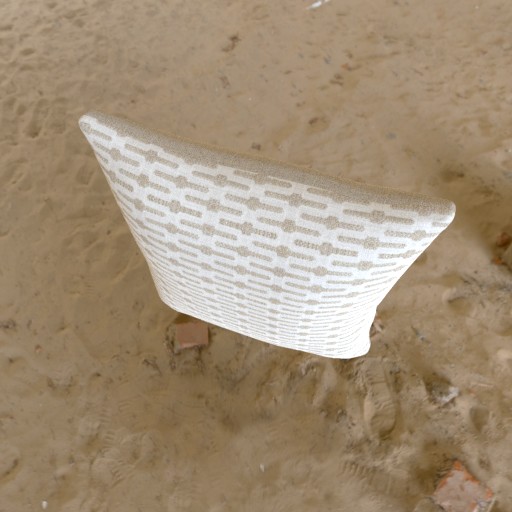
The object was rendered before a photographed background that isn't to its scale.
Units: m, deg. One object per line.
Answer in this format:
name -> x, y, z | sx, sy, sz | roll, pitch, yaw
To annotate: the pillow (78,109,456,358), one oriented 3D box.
pillow -> 0.000, 0.000, 0.764 | 0.496, 0.491, 0.219 | 17, 59, 10
